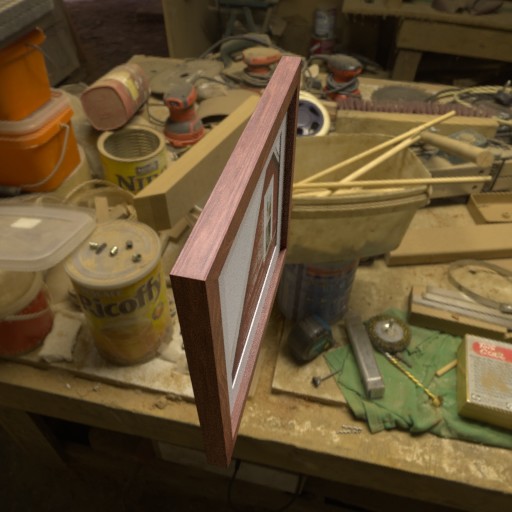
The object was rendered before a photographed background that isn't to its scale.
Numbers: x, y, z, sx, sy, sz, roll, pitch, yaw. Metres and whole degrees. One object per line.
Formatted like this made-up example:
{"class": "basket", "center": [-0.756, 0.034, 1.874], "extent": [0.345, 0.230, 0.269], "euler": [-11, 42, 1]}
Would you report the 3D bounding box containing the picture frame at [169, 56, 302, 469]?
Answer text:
{"class": "picture frame", "center": [0.000, 0.000, 0.536], "extent": [0.025, 0.330, 0.381], "euler": [10, 46, 10]}
